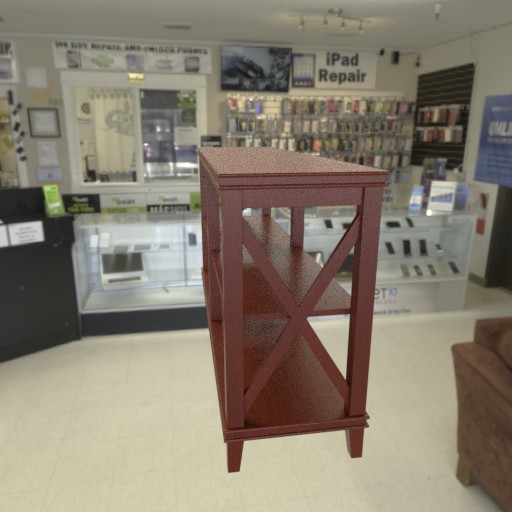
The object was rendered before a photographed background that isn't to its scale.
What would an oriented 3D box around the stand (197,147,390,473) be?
[{"bbox_3d":[0.000,0.000,1.704,0.381,0.762,1.372,-3,16,-9],"label":"stand"}]
